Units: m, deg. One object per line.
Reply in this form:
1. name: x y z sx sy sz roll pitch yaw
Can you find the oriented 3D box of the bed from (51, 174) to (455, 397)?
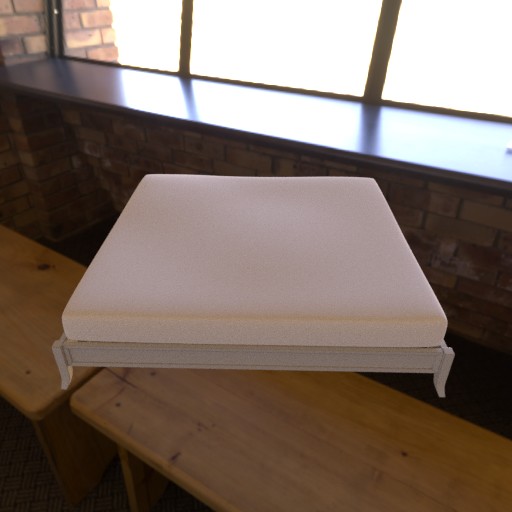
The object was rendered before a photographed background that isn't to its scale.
1. bed: 0.000 0.000 3.139 2.108 0.510 2.007 1 32 1
